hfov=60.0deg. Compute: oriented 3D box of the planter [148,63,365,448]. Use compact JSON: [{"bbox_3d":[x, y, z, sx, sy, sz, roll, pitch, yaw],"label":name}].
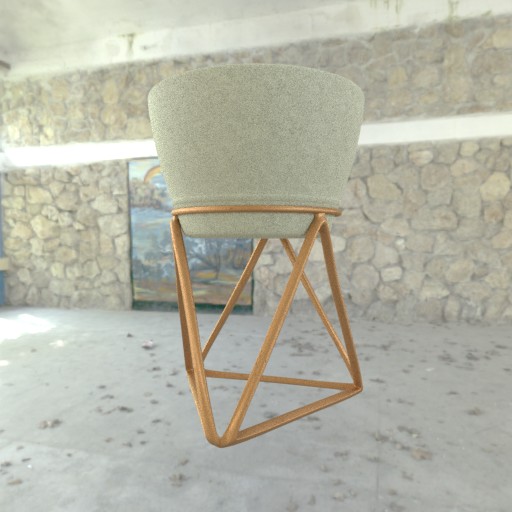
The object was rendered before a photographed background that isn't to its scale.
[{"bbox_3d":[0.000,0.000,0.746,0.350,0.504,0.350,1,3,17],"label":"planter"}]
